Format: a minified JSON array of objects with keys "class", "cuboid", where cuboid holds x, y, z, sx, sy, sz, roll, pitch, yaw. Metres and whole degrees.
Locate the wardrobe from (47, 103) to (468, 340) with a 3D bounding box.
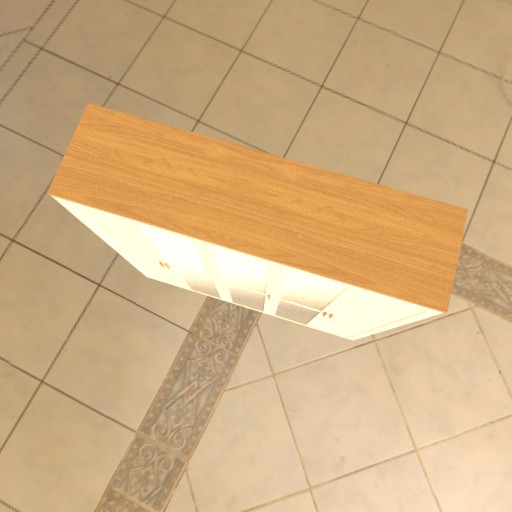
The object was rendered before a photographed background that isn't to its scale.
[{"class":"wardrobe","cuboid":[0.000,0.000,3.441,2.160,2.260,0.590,17,76,4]}]
